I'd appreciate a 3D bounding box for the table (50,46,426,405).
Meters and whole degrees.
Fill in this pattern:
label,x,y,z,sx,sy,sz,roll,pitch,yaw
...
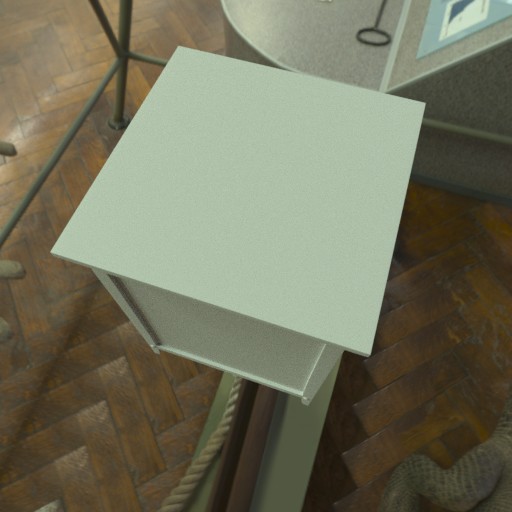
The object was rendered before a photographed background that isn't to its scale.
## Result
label,x,y,z,sx,sy,sz,roll,pitch,yaw
table,0.000,0.000,0.787,0.381,0.483,0.381,17,64,8
